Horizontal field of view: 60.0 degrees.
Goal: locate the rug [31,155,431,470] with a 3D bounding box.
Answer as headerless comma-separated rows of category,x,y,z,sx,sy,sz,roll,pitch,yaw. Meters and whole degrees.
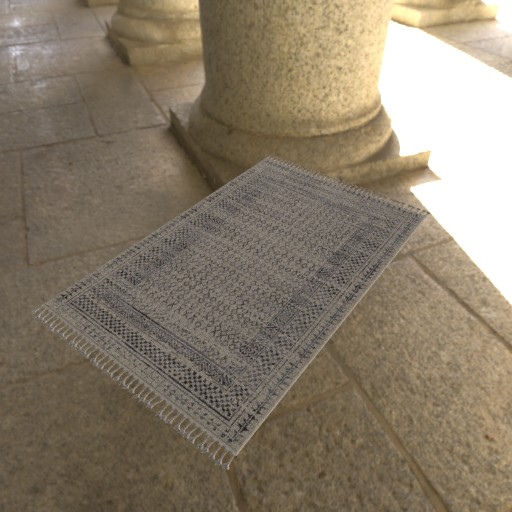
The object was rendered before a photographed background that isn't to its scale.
rug,0.000,0.000,3.041,1.548,0.013,2.486,26,47,27
